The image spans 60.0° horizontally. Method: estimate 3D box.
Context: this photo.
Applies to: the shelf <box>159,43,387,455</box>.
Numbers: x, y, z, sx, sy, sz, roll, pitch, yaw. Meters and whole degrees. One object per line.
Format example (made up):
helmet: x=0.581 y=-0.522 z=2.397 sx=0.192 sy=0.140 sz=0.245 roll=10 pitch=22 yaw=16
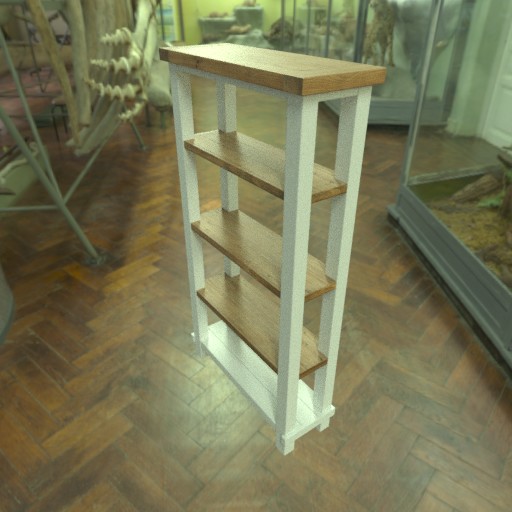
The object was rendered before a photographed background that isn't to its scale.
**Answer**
shelf: x=0.000 y=0.000 z=2.270 sx=0.381 sy=1.878 sz=1.022 roll=-20 pitch=36 yaw=-30
